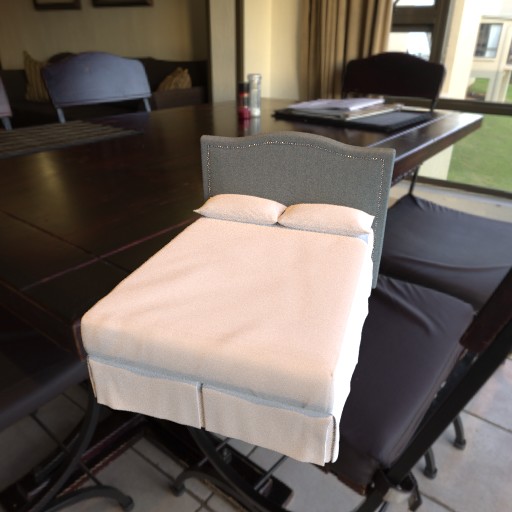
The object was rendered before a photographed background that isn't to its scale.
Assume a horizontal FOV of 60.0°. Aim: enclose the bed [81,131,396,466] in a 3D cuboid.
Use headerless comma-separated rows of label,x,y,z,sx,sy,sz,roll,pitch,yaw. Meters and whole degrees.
bed,0.000,0.000,3.328,1.753,1.460,2.143,9,28,17
